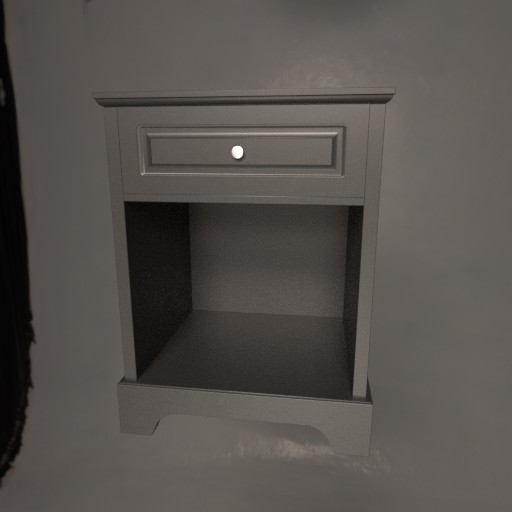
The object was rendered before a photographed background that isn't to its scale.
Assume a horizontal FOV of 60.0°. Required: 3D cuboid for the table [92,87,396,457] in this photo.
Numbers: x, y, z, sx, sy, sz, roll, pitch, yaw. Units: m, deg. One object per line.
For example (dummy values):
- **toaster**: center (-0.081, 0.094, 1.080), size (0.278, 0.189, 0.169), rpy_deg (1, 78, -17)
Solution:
- **table**: center (0.000, 0.000, 0.924), size (0.460, 0.610, 0.399), rpy_deg (2, 14, 8)
